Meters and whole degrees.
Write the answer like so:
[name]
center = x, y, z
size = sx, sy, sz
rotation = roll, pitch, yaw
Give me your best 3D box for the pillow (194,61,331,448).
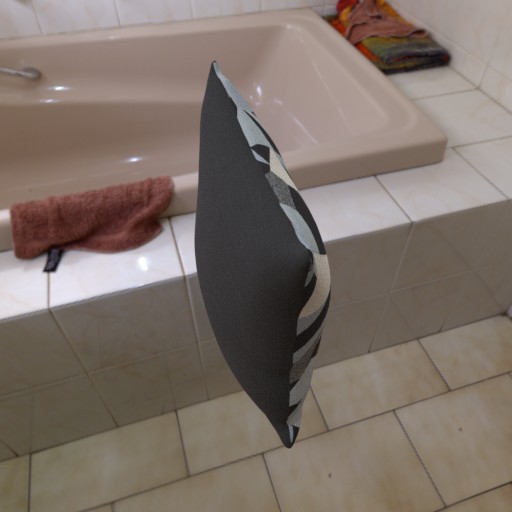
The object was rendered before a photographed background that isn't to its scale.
[pillow]
center = 0.000, 0.000, 0.778
size = 0.208, 0.496, 0.503
rotation = -11, 48, -10
